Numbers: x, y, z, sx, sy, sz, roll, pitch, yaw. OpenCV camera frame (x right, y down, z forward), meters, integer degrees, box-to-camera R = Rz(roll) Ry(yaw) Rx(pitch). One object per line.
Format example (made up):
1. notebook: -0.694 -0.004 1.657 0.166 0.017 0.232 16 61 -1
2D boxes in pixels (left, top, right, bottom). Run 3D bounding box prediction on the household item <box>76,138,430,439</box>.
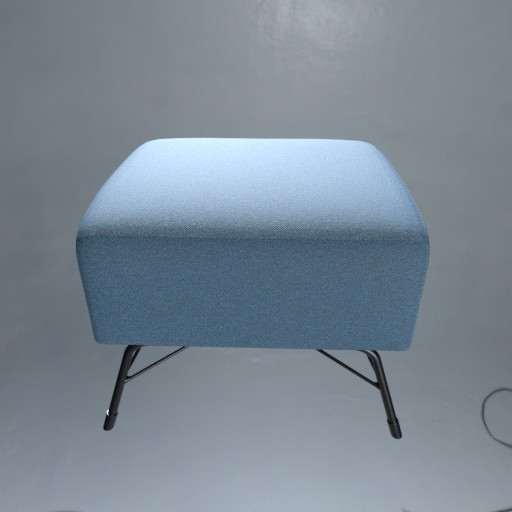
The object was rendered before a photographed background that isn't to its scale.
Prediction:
1. household item: 0.000 0.000 0.902 0.530 0.420 0.530 1 30 2
